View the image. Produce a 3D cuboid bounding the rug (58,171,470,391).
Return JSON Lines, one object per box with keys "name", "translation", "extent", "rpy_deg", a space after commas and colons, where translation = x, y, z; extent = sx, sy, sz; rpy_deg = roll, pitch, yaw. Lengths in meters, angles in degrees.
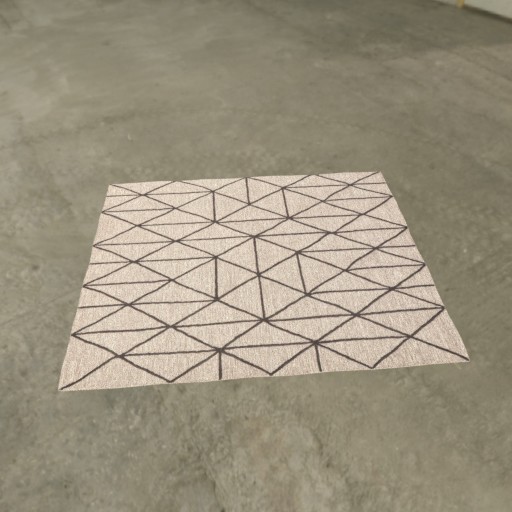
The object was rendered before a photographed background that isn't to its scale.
{"name": "rug", "translation": [0.000, 0.000, 4.095], "extent": [3.061, 0.022, 2.468], "rpy_deg": [-3, 46, -3]}
